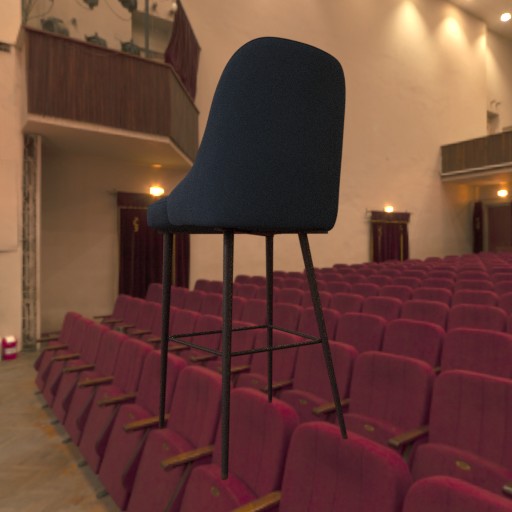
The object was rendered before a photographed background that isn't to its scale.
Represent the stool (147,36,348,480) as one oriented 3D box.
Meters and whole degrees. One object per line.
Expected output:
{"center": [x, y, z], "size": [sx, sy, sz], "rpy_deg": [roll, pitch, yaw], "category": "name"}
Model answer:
{"center": [0.000, 0.000, 1.334], "size": [0.527, 1.079, 0.489], "rpy_deg": [0, 1, -34], "category": "stool"}
